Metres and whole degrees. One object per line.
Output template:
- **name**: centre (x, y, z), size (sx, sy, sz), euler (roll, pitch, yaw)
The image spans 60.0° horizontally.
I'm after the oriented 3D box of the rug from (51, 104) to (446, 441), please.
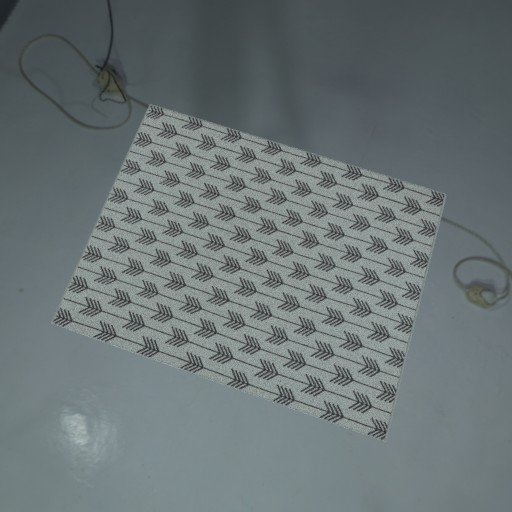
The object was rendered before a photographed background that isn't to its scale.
- **rug**: centre (0.000, 0.000, 4.082), size (3.061, 0.010, 2.330), euler (18, 76, 5)
